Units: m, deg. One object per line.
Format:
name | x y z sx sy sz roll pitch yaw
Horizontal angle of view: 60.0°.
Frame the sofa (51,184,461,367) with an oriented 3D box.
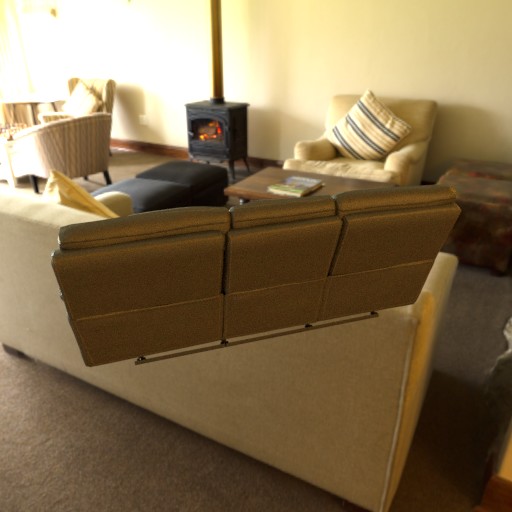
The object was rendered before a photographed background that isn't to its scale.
sofa | 0.000 0.000 3.203 2.627 1.134 1.104 -8 27 -16
